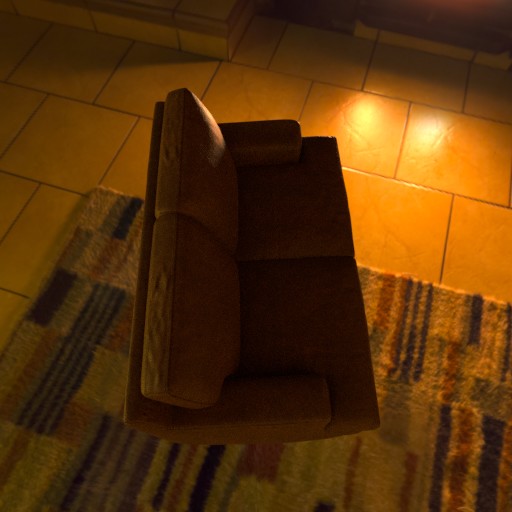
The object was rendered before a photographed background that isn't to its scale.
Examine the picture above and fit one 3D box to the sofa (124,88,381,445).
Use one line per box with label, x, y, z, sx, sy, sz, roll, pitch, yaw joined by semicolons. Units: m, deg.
sofa;0.000;0.000;2.452;1.143;0.939;1.880;-2;62;-1
